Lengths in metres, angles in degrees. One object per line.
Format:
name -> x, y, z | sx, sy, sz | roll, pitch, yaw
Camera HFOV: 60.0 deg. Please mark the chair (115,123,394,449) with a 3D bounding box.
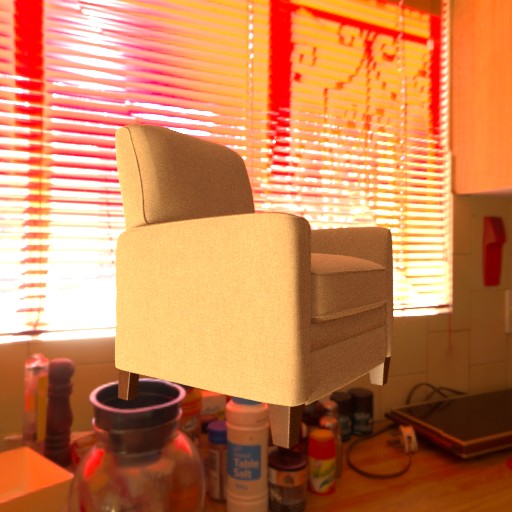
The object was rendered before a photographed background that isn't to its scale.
chair -> 0.000, 0.000, 1.698 | 0.859, 1.023, 0.845 | 0, 0, 36
